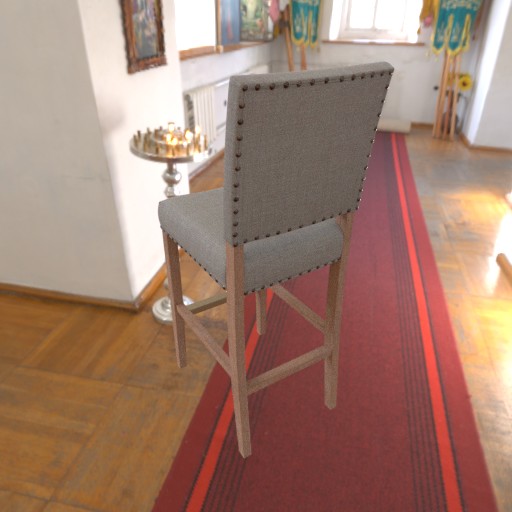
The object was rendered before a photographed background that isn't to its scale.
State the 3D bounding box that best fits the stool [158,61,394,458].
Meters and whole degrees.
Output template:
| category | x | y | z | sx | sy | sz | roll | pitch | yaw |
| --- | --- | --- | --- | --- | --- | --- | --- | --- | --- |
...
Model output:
| category | x | y | z | sx | sy | sz | roll | pitch | yaw |
| --- | --- | --- | --- | --- | --- | --- | --- | --- | --- |
| stool | 0.000 | 0.000 | 1.460 | 0.445 | 1.203 | 0.585 | -18 | 35 | -27 |
